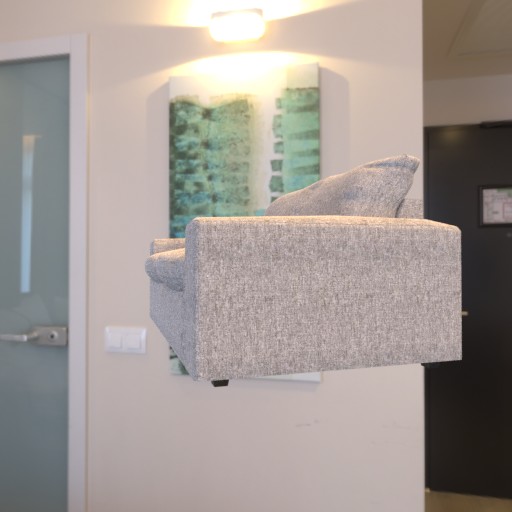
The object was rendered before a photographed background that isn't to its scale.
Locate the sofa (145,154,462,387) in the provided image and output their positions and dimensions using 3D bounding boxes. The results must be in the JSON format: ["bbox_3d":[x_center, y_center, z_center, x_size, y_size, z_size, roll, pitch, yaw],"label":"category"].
[{"bbox_3d":[0.000,0.000,2.364,1.094,0.877,1.758,0,-1,-18],"label":"sofa"}]
